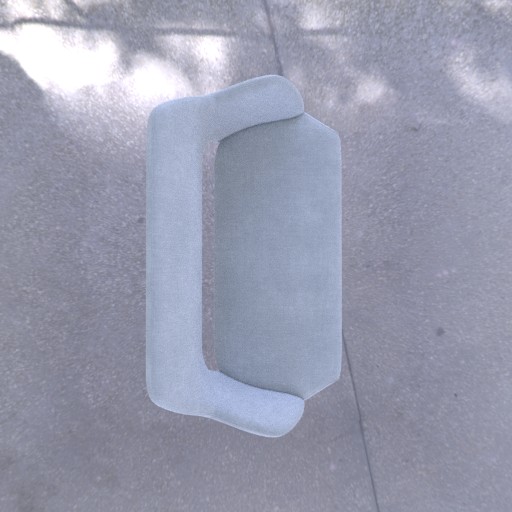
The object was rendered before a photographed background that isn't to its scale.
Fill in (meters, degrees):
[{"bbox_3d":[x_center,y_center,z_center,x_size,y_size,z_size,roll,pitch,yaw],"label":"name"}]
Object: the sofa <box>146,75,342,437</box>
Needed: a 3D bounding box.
[{"bbox_3d":[0.000,0.000,1.614,0.610,0.840,1.150,0,89,-1],"label":"sofa"}]
